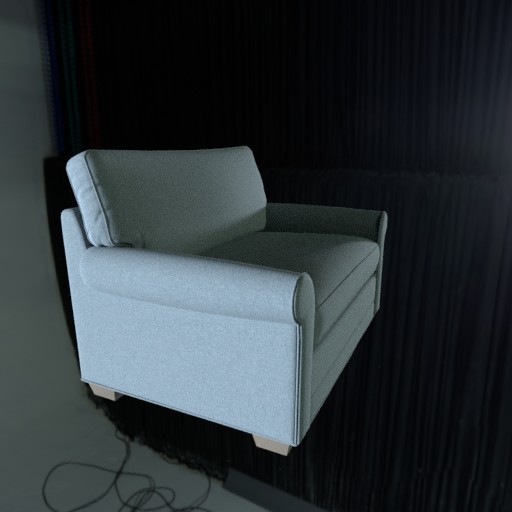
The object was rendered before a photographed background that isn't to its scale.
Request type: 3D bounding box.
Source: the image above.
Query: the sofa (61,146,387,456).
[{"bbox_3d":[0.000,0.000,2.006,0.940,0.953,1.410,7,16,25],"label":"sofa"}]
